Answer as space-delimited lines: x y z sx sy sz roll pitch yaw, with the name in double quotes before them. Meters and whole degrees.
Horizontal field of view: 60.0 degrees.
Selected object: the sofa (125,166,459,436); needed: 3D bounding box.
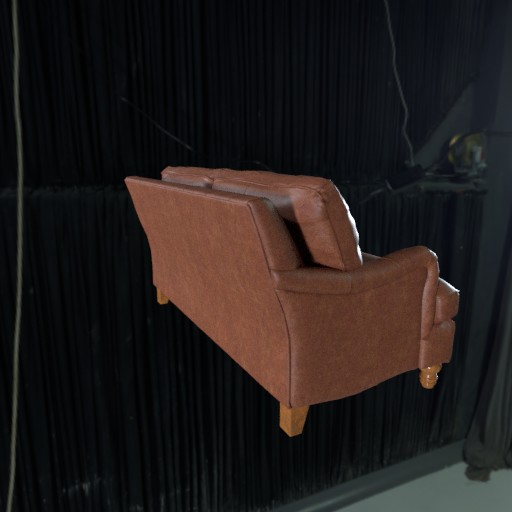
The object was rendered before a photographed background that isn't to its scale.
"sofa" 0.000 0.000 2.761 1.147 1.071 2.144 -7 14 -27
